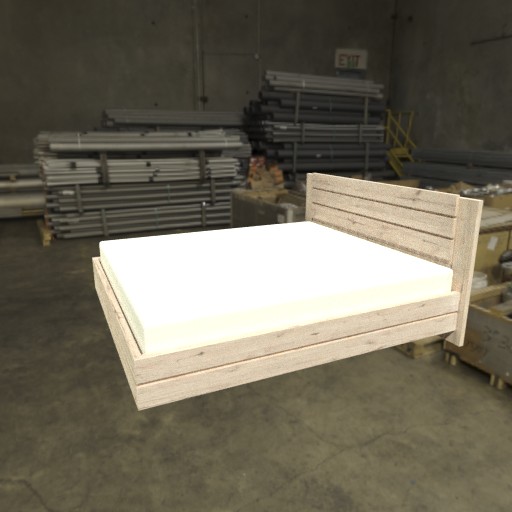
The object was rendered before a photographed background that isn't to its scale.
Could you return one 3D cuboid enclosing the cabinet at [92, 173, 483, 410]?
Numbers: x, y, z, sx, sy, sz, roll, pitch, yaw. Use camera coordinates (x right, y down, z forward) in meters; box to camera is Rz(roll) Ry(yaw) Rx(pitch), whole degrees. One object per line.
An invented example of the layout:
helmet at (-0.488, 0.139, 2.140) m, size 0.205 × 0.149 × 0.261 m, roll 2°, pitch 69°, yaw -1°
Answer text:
cabinet at (0.000, 0.000, 3.195) m, size 2.080 × 0.970 × 1.950 m, roll -7°, pitch 17°, yaw -24°
